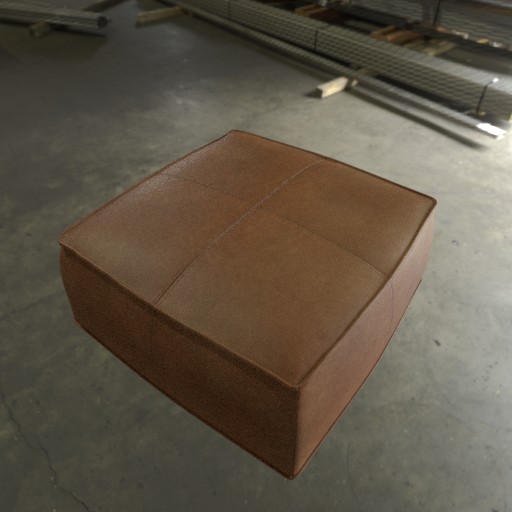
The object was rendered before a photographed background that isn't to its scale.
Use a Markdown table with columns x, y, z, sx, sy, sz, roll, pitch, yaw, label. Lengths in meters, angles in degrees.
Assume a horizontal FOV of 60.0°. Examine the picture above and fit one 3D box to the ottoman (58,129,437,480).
| x | y | z | sx | sy | sz | roll | pitch | yaw | label |
| --- | --- | --- | --- | --- | --- | --- | --- | --- | --- |
| 0.000 | 0.000 | 1.379 | 0.901 | 0.395 | 0.902 | 26 | 49 | 26 | ottoman |
